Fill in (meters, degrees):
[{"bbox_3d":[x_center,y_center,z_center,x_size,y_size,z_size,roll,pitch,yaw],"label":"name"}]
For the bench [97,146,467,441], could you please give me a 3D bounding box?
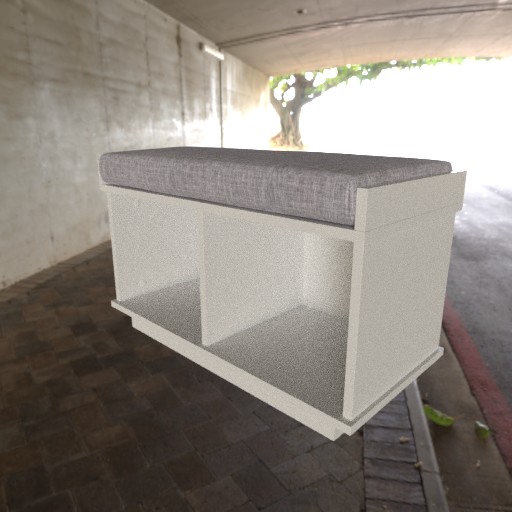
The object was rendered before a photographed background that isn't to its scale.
[{"bbox_3d":[0.000,0.000,0.994,0.734,0.461,0.362,15,22,42],"label":"bench"}]
